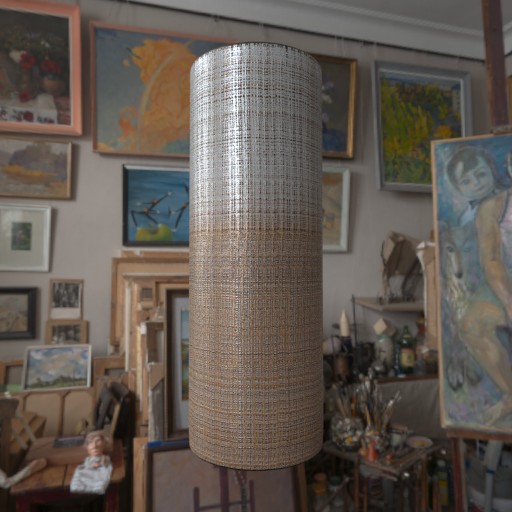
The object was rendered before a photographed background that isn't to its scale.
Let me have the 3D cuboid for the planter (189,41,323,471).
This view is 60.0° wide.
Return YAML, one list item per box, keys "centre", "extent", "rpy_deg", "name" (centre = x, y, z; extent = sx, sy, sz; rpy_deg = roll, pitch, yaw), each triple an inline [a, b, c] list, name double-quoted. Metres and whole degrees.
- centre: [0.000, 0.000, 0.333]
  extent: [0.099, 0.278, 0.099]
  rpy_deg: [-1, -2, 35]
  name: "planter"
